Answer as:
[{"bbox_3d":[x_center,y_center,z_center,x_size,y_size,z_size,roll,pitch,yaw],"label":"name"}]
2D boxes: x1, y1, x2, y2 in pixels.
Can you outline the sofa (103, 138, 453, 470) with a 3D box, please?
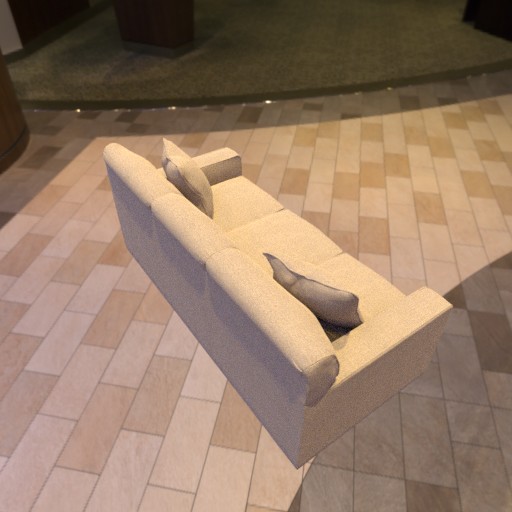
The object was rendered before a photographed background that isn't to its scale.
[{"bbox_3d":[0.000,0.000,2.653,0.997,0.958,2.024,-25,47,-26],"label":"sofa"}]
